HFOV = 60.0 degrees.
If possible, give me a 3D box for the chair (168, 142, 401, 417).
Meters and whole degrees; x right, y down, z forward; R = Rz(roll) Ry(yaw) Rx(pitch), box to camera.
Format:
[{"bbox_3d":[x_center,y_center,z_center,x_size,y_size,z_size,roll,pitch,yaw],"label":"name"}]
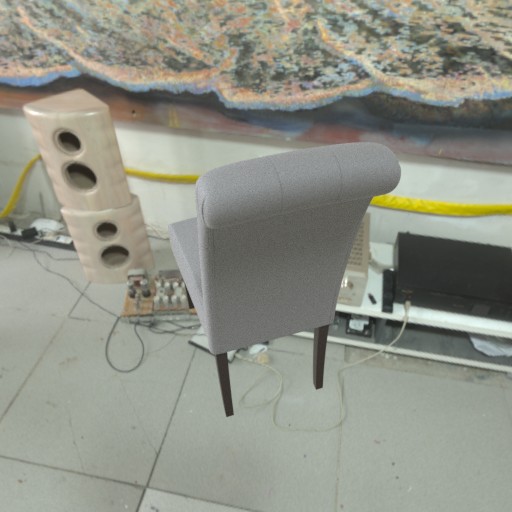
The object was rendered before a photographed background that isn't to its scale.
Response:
[{"bbox_3d":[0.000,0.000,1.373,0.456,1.006,0.671,-13,44,-13],"label":"chair"}]
